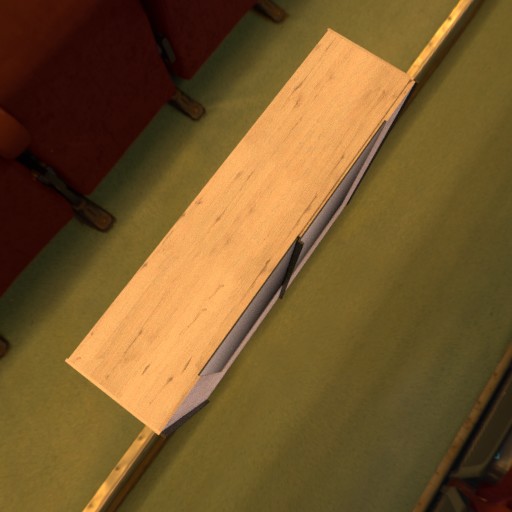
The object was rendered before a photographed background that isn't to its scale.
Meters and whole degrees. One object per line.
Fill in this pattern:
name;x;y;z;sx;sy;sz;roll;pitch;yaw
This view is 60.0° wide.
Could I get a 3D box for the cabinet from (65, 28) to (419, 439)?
cabinet;0.000;0.000;3.557;0.660;2.180;2.500;35;79;8
